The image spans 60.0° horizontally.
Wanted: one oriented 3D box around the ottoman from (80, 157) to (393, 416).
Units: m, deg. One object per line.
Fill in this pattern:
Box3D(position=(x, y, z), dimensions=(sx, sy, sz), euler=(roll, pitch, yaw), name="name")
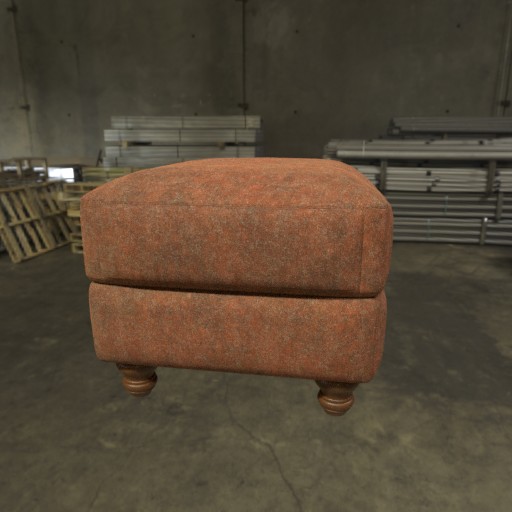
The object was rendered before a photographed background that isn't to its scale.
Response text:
Box3D(position=(0.000, 0.000, 1.189), dimensions=(0.635, 0.508, 0.787), euler=(2, 15, 9), name="ottoman")
